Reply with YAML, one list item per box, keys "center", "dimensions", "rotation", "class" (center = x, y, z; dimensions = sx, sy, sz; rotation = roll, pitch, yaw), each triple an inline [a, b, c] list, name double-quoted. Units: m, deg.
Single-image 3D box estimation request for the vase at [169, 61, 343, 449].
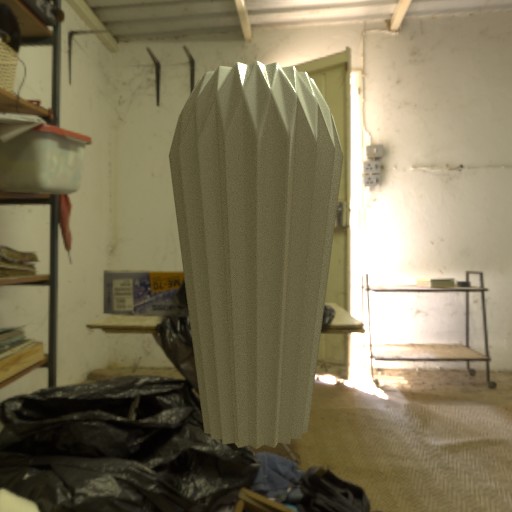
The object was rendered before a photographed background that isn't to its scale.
- center: [0.000, 0.000, 0.342]
  dimensions: [0.133, 0.263, 0.133]
  rotation: [0, 0, 0]
  class: "vase"
